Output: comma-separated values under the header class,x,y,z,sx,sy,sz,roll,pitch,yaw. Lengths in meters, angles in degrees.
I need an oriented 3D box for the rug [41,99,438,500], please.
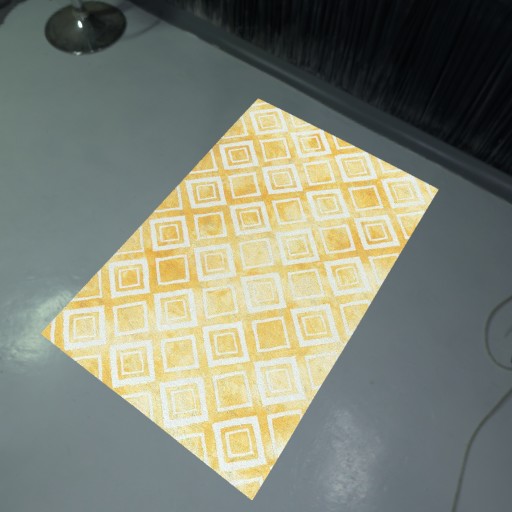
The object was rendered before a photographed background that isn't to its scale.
class,x,y,z,sx,sy,sz,roll,pitch,yaw
rug,0.000,0.000,2.270,1.213,0.010,1.829,31,68,15
